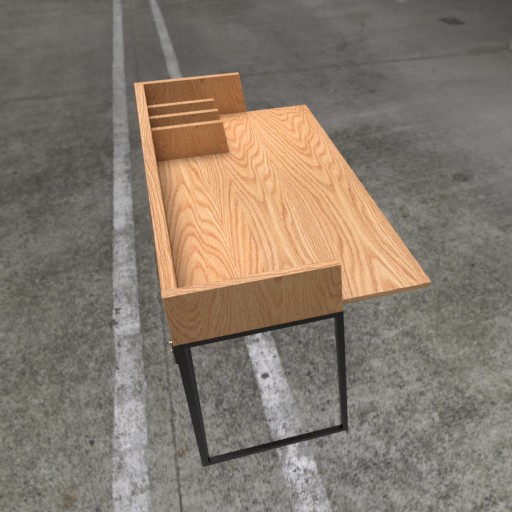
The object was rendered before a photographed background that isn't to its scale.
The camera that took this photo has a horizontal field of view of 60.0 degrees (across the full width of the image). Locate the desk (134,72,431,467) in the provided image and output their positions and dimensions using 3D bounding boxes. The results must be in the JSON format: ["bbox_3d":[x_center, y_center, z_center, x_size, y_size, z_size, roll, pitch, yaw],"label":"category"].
[{"bbox_3d":[0.000,0.000,1.873,0.769,1.061,1.191,-10,46,-10],"label":"desk"}]
